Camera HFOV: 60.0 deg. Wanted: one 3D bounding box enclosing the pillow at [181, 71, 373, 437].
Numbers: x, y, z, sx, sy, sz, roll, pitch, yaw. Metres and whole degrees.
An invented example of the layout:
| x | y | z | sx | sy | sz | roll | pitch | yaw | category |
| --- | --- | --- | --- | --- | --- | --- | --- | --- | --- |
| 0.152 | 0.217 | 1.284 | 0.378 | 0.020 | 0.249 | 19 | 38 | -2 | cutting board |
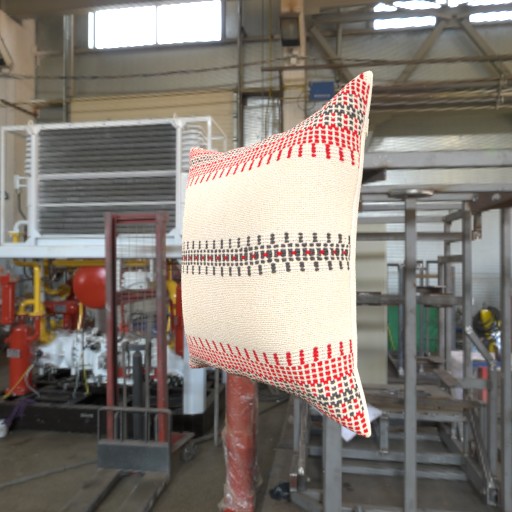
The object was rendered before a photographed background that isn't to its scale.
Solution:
| x | y | z | sx | sy | sz | roll | pitch | yaw | category |
| --- | --- | --- | --- | --- | --- | --- | --- | --- | --- |
| 0.000 | 0.000 | 0.727 | 0.160 | 0.454 | 0.463 | 1 | -1 | -37 | pillow |
